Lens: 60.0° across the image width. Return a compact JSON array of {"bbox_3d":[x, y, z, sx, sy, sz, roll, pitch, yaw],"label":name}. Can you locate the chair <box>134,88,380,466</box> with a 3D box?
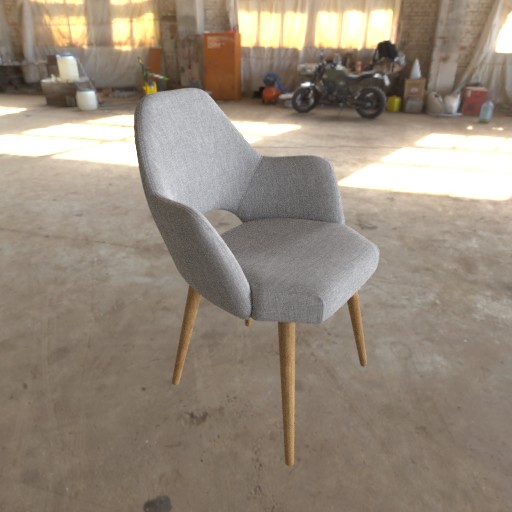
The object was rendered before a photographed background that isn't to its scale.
[{"bbox_3d":[0.000,0.000,1.245,0.610,0.840,0.590,18,32,31],"label":"chair"}]
